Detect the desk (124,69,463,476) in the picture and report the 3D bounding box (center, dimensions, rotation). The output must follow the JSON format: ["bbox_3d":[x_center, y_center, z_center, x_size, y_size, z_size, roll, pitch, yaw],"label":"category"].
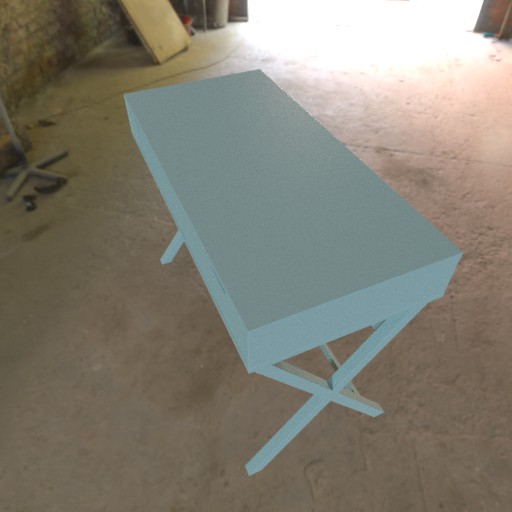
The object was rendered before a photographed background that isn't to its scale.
[{"bbox_3d":[0.000,0.000,1.497,0.509,0.780,1.059,-17,48,-17],"label":"desk"}]
